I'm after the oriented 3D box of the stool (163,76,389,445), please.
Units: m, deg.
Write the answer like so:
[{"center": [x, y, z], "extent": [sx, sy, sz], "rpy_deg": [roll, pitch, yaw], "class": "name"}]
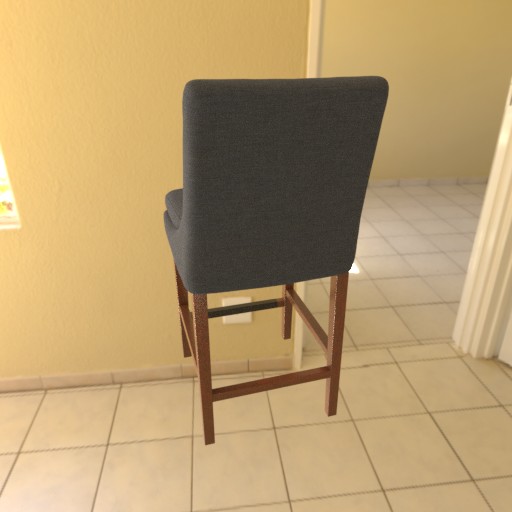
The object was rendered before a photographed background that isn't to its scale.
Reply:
[{"center": [0.000, 0.000, 1.272], "extent": [0.470, 0.981, 0.577], "rpy_deg": [-7, 26, -15], "class": "stool"}]
